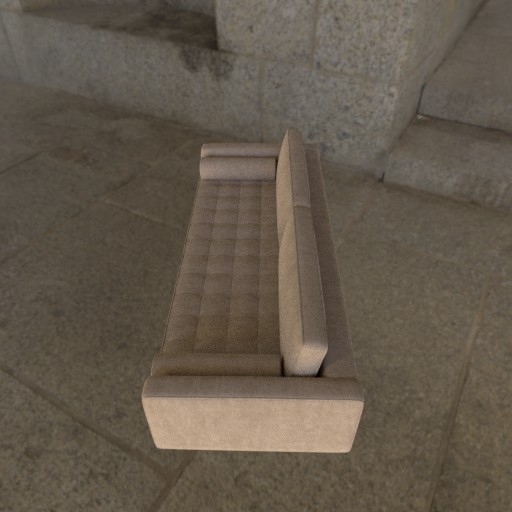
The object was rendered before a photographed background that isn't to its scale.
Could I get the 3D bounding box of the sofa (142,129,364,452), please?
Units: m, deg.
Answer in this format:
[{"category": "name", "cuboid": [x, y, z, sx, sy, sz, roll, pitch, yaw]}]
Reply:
[{"category": "sofa", "cuboid": [0.000, 0.000, 2.689, 0.919, 0.770, 2.200, 1, 41, 1]}]
